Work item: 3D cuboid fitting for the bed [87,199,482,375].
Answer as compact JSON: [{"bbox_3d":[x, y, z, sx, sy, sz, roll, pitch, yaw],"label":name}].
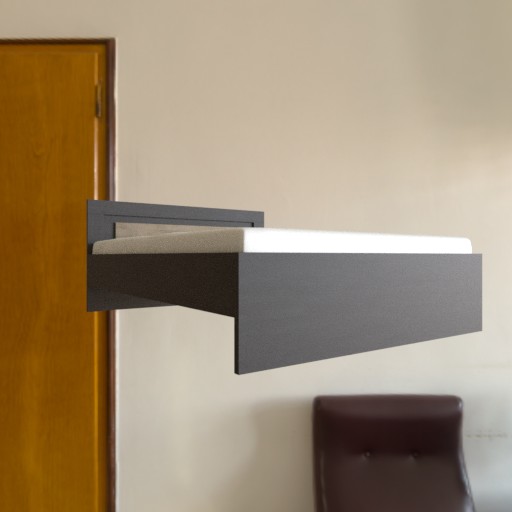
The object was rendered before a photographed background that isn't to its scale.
[{"bbox_3d":[0.000,0.000,2.832,1.585,0.823,2.073,0,0,-35],"label":"bed"}]
